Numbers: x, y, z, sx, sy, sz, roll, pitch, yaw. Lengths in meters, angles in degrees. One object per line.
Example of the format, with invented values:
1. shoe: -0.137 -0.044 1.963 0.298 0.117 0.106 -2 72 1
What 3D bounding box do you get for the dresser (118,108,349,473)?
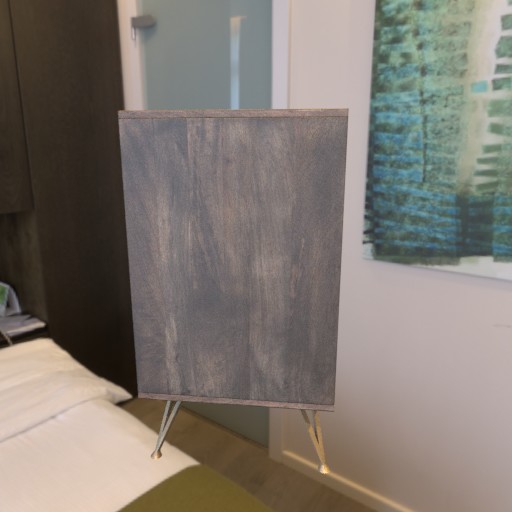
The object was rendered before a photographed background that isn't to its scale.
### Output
1. dresser: 0.000 0.000 1.383 0.453 0.801 0.923 2 14 7
